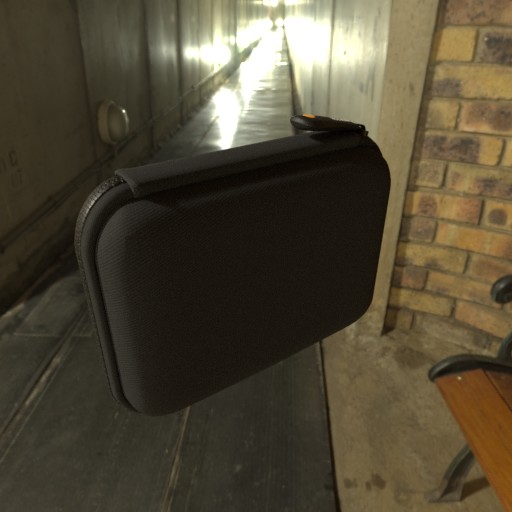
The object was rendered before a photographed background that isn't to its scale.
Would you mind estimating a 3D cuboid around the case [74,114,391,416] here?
[{"bbox_3d":[0.000,0.000,0.178,0.132,0.105,0.038,-19,35,-30],"label":"case"}]
